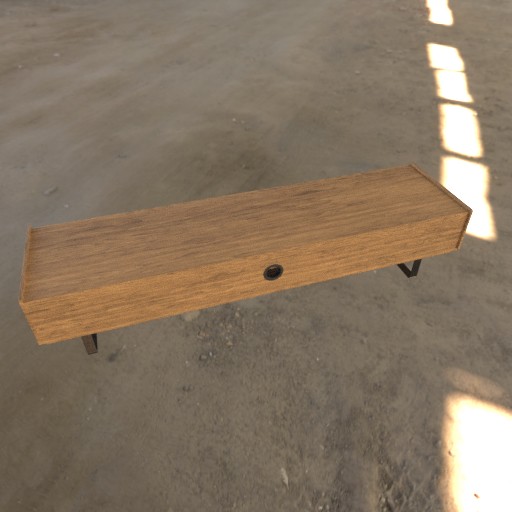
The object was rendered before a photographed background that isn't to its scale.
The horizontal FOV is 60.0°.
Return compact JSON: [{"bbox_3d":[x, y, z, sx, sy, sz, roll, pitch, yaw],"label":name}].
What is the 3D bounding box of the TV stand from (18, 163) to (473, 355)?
[{"bbox_3d":[0.000,0.000,1.972,1.796,0.415,0.467,-12,41,-14],"label":"TV stand"}]
